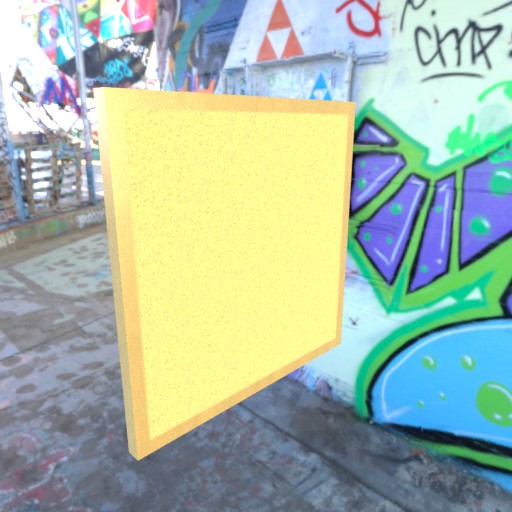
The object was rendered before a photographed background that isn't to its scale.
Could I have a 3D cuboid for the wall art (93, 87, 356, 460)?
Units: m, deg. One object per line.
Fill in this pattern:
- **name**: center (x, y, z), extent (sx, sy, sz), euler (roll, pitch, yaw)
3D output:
- **wall art**: center (0.000, 0.000, 2.860), extent (1.935, 1.936, 0.097), euler (-16, 23, -42)
